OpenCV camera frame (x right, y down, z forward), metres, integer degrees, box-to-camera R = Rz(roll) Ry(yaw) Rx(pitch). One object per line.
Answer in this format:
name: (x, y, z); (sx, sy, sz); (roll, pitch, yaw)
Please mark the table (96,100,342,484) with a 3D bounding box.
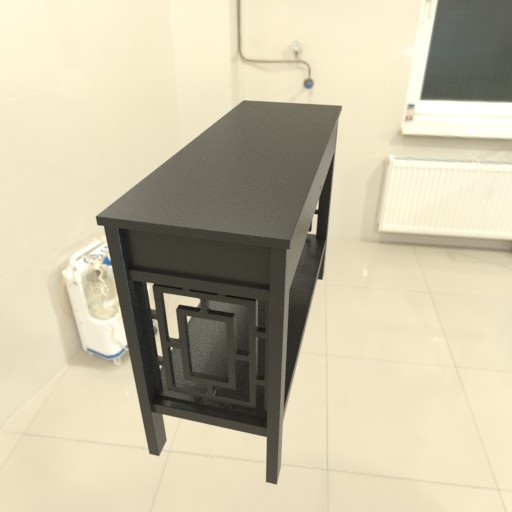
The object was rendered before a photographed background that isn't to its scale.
table: (0.000, 0.000, 1.461); (0.397, 0.753, 1.068); (8, 32, 12)
